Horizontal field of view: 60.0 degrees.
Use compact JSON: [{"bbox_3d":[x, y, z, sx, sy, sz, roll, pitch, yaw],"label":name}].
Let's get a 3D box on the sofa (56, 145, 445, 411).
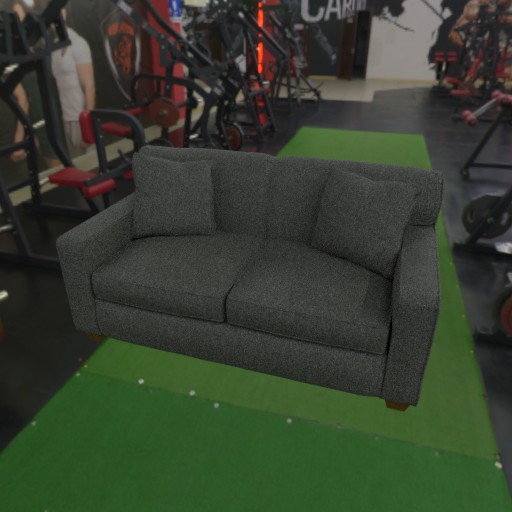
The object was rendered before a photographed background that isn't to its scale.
[{"bbox_3d":[0.000,0.000,2.438,1.846,0.958,0.998,9,29,16],"label":"sofa"}]
